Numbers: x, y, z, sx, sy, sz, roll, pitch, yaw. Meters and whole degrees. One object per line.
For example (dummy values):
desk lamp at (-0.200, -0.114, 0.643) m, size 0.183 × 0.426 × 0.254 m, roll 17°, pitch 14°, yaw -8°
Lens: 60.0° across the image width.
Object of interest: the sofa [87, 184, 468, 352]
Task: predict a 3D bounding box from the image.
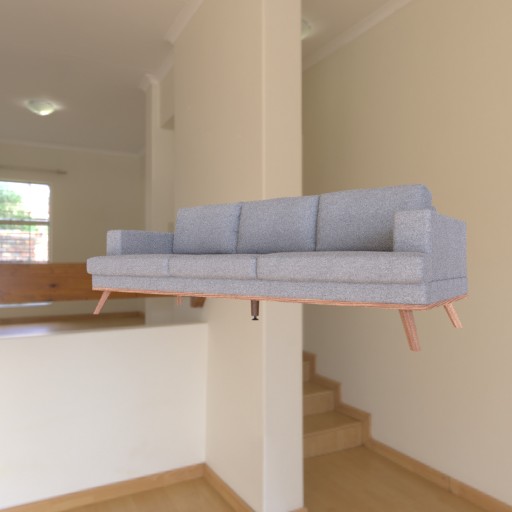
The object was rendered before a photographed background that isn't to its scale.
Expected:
sofa at (0.000, 0.000, 2.807) m, size 2.310 × 0.810 × 0.920 m, roll -1°, pitch -1°, yaw 36°
